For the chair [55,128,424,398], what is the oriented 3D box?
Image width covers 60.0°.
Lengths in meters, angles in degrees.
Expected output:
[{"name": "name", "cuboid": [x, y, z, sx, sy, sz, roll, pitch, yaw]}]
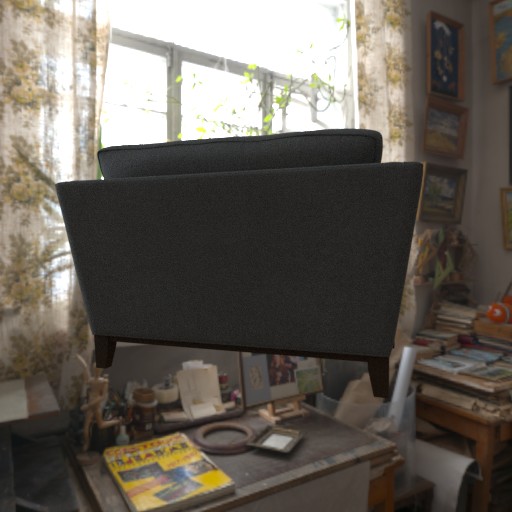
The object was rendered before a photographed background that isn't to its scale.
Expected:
[{"name": "chair", "cuboid": [0.000, 0.000, 2.022, 1.396, 0.942, 0.965, 0, 1, 19]}]
